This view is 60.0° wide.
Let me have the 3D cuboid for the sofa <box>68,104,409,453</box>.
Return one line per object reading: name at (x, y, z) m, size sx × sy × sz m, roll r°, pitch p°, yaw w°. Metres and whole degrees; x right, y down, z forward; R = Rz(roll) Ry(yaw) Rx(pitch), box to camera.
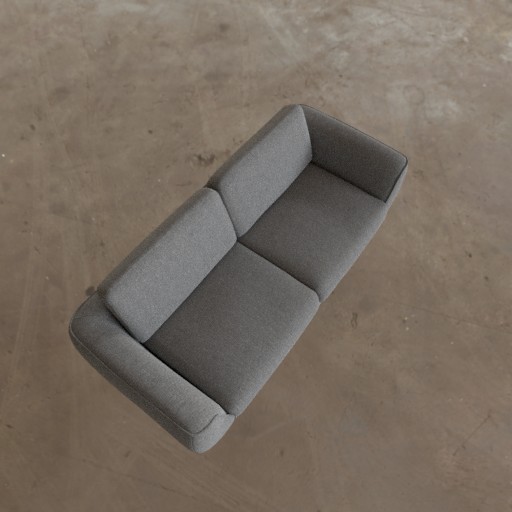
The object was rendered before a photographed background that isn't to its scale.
sofa at (0.000, 0.000, 2.521) m, size 0.920 × 0.870 × 2.000 m, roll 33°, pitch 65°, yaw 18°
